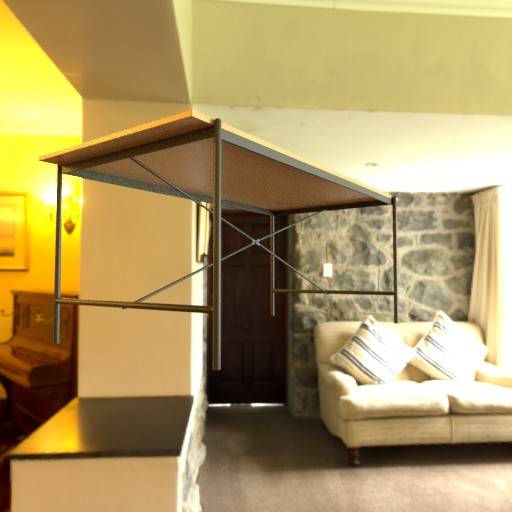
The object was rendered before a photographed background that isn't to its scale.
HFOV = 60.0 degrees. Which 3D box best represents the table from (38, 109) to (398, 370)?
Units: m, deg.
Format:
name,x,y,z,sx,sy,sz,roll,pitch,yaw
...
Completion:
name,x,y,z,sx,sy,sz,roll,pitch,yaw
table,0.000,0.000,2.240,0.900,0.758,1.800,-2,-3,36
